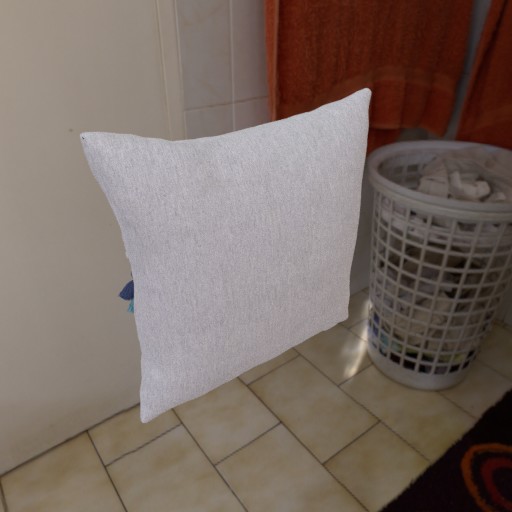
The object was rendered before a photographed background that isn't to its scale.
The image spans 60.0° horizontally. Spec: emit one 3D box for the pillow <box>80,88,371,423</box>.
[{"bbox_3d":[0.000,0.000,0.671,0.433,0.436,0.173,-20,36,-29],"label":"pillow"}]
